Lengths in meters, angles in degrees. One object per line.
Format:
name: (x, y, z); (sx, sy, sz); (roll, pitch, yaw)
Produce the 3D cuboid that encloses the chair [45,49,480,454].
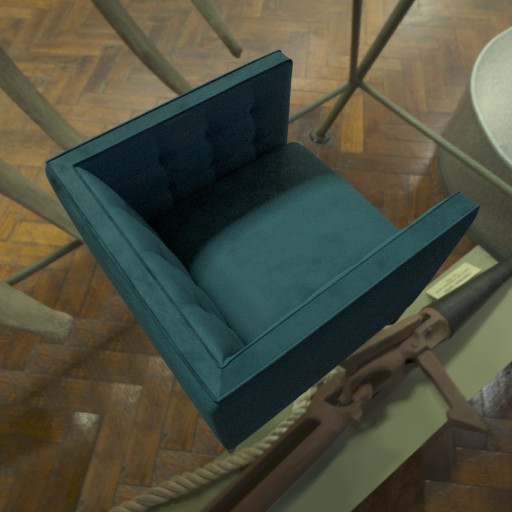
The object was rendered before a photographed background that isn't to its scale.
chair: (0.000, 0.000, 1.534); (0.894, 0.790, 0.880); (-33, 65, -18)
